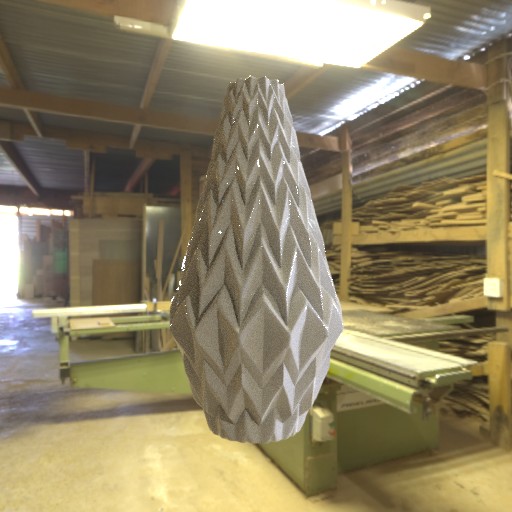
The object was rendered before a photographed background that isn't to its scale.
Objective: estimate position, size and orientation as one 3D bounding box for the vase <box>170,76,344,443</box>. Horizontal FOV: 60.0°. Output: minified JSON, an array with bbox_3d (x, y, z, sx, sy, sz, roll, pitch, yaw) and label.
[{"bbox_3d":[0.000,0.000,0.428,0.167,0.328,0.167,0,0,0],"label":"vase"}]
